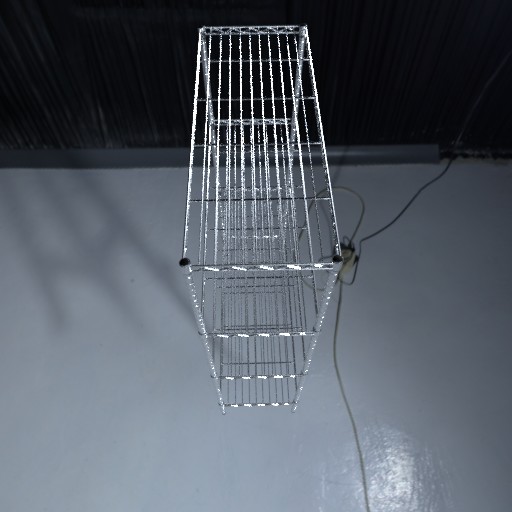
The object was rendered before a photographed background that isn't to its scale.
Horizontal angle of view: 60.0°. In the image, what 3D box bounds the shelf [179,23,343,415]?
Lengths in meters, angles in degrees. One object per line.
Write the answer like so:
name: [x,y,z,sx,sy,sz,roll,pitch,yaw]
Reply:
shelf: [0.000,0.000,1.755,0.352,1.360,0.907,-1,58,-1]
